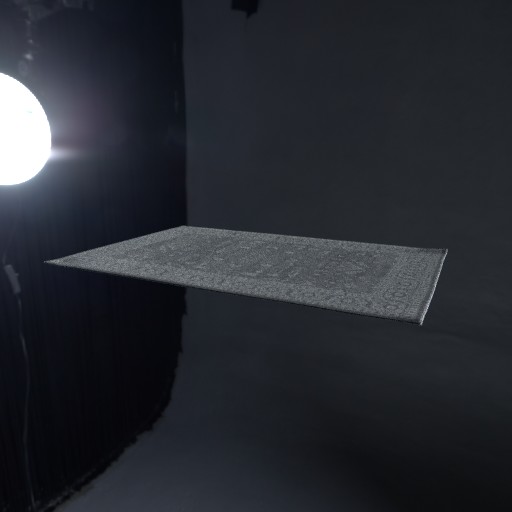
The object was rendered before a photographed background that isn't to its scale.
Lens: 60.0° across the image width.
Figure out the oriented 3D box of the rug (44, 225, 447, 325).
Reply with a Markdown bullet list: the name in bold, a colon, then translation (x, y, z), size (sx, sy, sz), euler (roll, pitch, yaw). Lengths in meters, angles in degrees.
- **rug**: translation (0.000, 0.000, 2.383), size (1.828, 0.019, 1.209), euler (7, 15, 26)
